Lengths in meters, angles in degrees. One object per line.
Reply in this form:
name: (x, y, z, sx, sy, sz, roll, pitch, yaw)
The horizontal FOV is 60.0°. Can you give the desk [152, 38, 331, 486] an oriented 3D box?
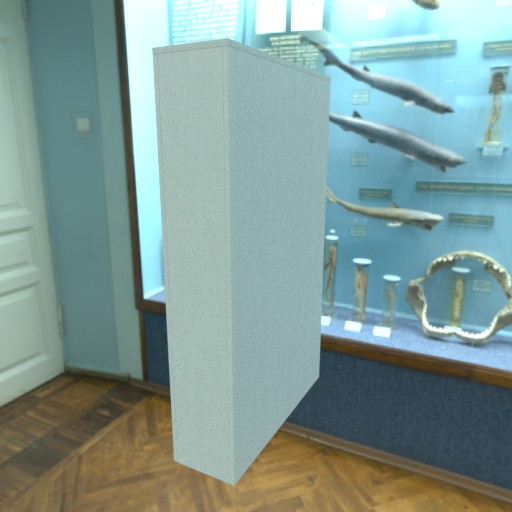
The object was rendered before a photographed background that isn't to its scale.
desk: (0.000, 0.000, 1.599, 0.250, 1.280, 0.750, 8, 16, 27)
